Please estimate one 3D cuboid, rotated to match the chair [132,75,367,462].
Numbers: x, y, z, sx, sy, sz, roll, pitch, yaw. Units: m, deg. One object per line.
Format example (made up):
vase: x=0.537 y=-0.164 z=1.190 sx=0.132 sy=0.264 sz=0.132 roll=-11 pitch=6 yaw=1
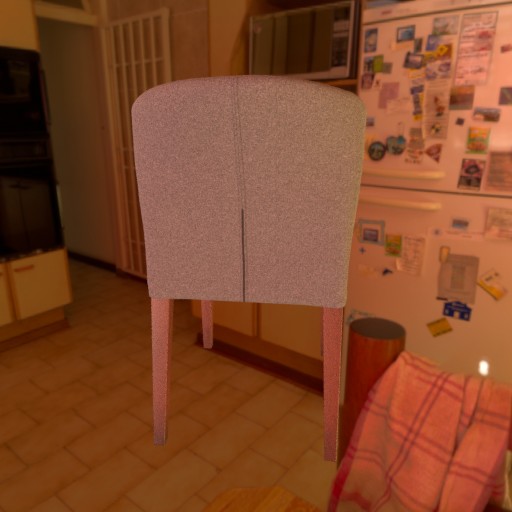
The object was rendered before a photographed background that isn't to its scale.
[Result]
chair: x=0.000 y=0.000 z=1.173 sx=0.491 sy=0.839 sz=0.592 roll=2 pitch=17 yaw=7
